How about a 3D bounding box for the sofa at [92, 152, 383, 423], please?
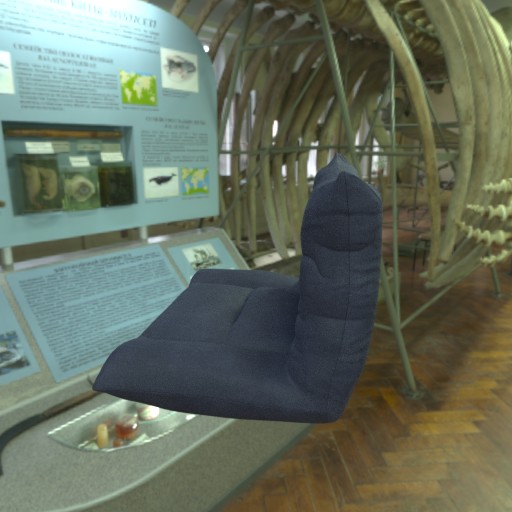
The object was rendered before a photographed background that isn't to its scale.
[{"bbox_3d":[0.000,0.000,1.736,0.849,0.778,1.122,2,14,9],"label":"sofa"}]
